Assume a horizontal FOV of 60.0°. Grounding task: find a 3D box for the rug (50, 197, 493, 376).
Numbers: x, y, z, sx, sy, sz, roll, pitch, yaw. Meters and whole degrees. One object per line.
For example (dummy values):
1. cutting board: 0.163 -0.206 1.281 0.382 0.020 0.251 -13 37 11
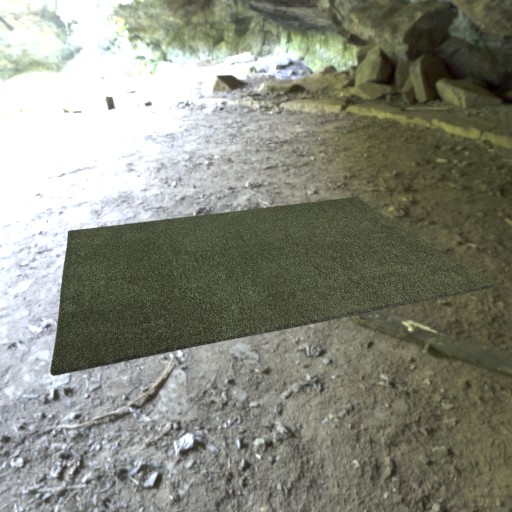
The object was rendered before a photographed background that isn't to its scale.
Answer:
1. rug: 0.000 0.000 3.296 2.699 0.026 1.802 -8 28 -16
